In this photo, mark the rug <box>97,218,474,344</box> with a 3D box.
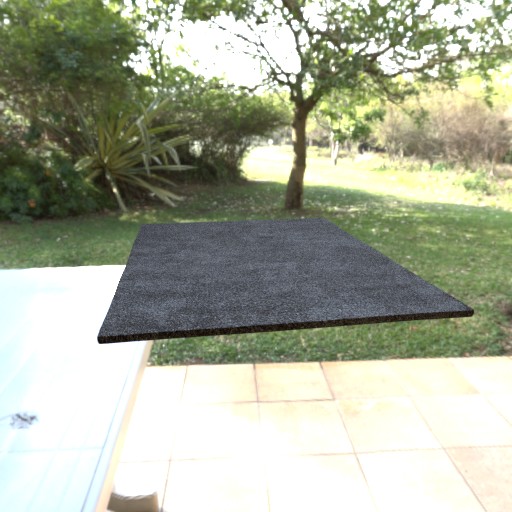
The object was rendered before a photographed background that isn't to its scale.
[{"bbox_3d":[0.000,0.000,2.127,1.198,0.025,1.601,-3,16,-9],"label":"rug"}]
